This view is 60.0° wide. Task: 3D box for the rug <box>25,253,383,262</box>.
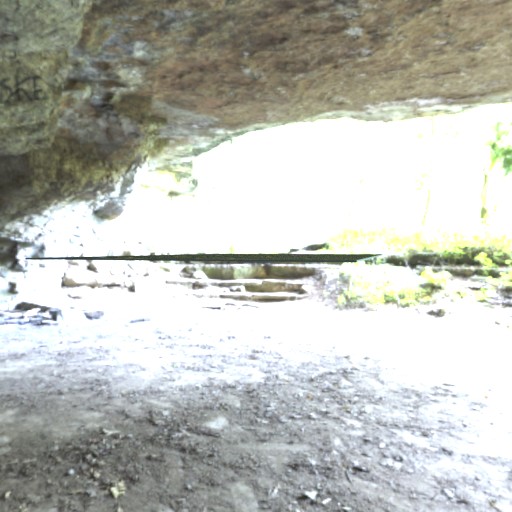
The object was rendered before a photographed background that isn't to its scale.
[{"bbox_3d":[0.000,0.000,2.894,1.522,0.008,2.284,0,1,18],"label":"rug"}]
